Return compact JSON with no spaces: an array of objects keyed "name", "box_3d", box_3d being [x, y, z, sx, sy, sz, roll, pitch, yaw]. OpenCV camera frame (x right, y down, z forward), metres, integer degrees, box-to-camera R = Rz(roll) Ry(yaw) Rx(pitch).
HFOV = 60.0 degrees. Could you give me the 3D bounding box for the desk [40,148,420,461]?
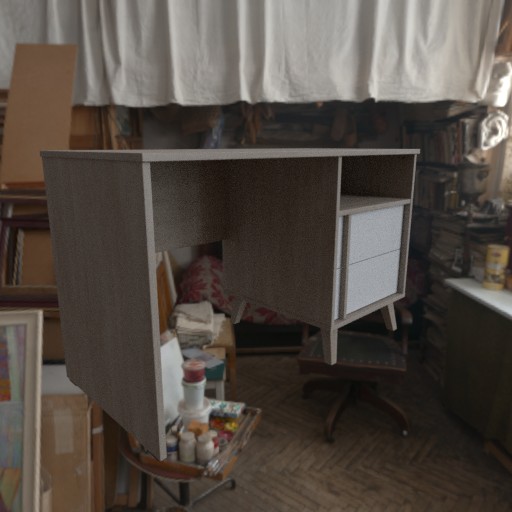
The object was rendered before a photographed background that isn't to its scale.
[{"name":"desk","box_3d":[0.000,0.000,1.653,1.251,0.770,0.600,-13,19,-43]}]
